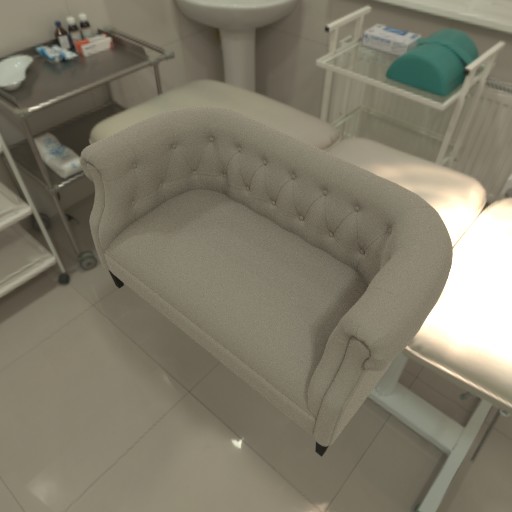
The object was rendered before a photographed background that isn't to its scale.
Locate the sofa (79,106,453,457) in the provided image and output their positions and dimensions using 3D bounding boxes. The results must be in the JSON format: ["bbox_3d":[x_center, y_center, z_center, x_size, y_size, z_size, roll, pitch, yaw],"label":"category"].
[{"bbox_3d":[0.000,0.000,2.013,1.558,0.827,0.835,32,55,27],"label":"sofa"}]
